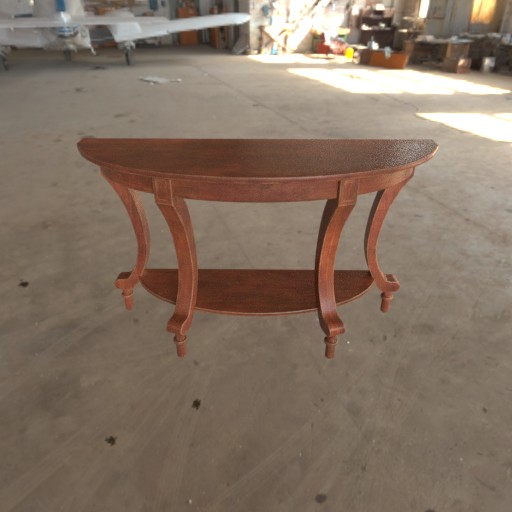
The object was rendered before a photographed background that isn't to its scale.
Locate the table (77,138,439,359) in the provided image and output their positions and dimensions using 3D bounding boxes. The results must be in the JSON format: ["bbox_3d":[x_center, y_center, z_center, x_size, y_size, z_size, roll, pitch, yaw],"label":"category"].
[{"bbox_3d":[0.000,0.000,1.516,1.198,0.699,0.394,0,29,1],"label":"table"}]
